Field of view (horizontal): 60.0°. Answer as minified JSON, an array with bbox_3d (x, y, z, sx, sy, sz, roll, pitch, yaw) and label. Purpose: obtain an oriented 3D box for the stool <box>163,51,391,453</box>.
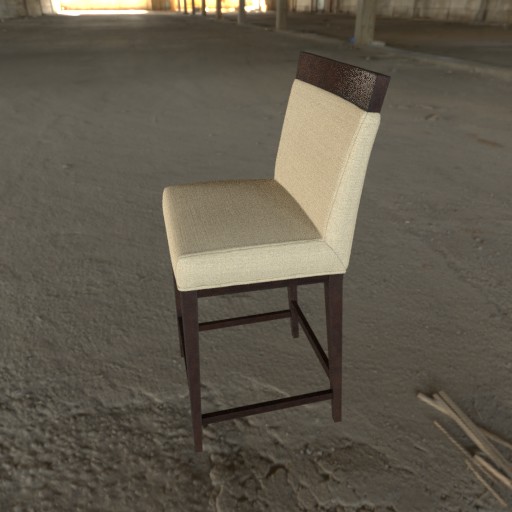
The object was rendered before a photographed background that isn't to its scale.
[{"bbox_3d":[0.000,0.000,1.390,0.531,1.117,0.511,-7,31,-12],"label":"stool"}]
